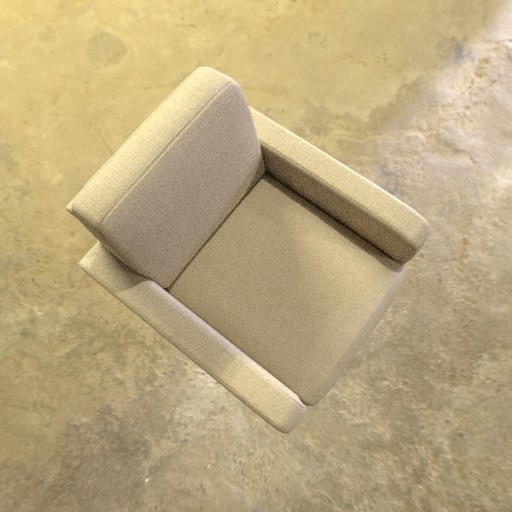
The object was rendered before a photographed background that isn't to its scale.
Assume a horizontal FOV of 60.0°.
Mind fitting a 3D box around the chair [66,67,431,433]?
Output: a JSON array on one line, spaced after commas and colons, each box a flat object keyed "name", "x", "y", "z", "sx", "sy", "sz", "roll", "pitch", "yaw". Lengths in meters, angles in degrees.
[{"name": "chair", "x": 0.000, "y": 0.000, "z": 1.446, "sx": 0.888, "sy": 0.827, "sz": 0.755, "roll": 37, "pitch": 78, "yaw": 9}]
